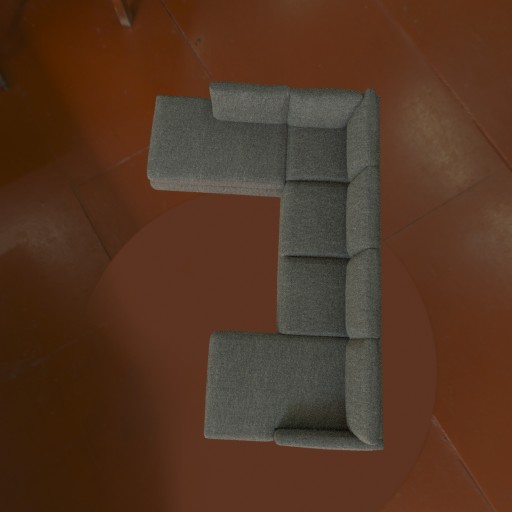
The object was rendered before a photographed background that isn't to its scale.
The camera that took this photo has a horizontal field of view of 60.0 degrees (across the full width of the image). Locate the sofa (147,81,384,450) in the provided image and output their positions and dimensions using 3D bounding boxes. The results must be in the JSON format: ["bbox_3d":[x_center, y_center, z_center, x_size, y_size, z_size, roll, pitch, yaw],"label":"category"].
[{"bbox_3d":[0.000,0.000,3.471,1.879,0.756,2.737,3,77,1],"label":"sofa"}]
